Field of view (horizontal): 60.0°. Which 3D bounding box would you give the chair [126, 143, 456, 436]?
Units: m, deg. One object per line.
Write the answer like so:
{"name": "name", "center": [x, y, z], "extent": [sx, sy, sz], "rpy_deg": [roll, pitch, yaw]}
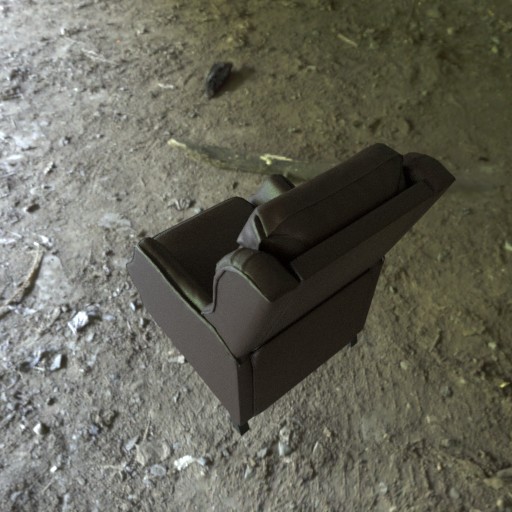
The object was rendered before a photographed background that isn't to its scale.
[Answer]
{"name": "chair", "center": [0.000, 0.000, 1.758], "extent": [0.770, 1.132, 0.982], "rpy_deg": [-31, 53, -26]}
